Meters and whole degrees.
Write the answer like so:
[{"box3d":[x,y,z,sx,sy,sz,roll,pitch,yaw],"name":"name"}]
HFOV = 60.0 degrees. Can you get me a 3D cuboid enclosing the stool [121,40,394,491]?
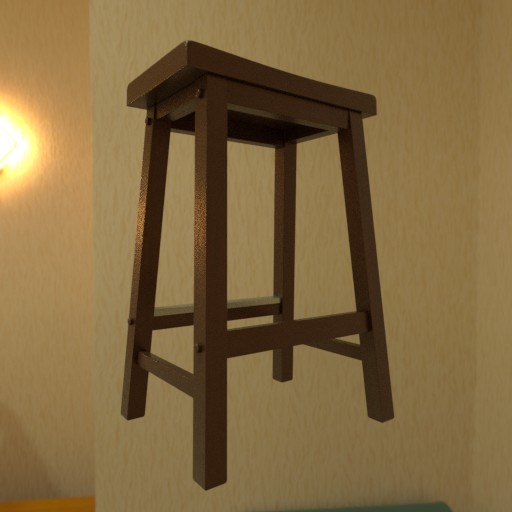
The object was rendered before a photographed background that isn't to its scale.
[{"box3d":[0.000,0.000,0.827,0.406,0.610,0.322,-1,2,-36],"name":"stool"}]
